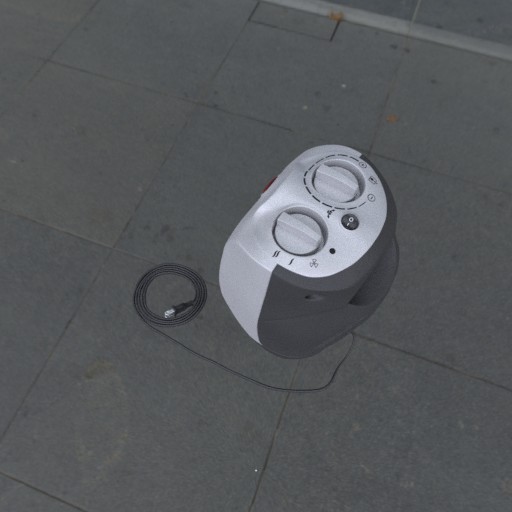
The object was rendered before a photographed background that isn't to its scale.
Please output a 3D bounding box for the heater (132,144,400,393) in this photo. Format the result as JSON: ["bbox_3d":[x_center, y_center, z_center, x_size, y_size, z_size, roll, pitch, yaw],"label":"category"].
[{"bbox_3d":[0.000,0.000,0.495,0.291,0.255,0.239,33,69,15],"label":"heater"}]
